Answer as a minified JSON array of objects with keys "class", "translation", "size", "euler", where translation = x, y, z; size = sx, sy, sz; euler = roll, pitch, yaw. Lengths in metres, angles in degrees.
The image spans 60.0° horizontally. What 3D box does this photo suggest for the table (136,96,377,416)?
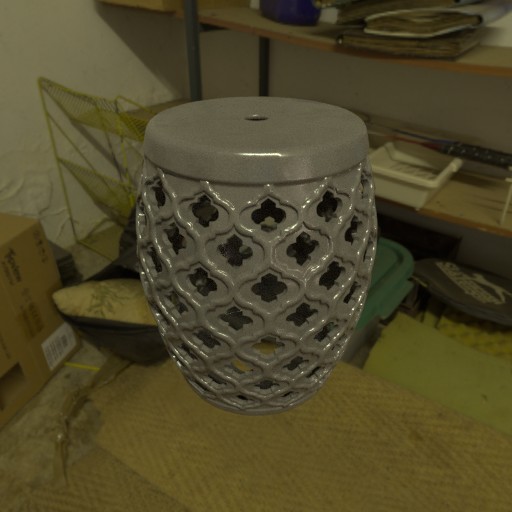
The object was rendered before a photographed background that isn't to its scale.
[{"class":"table","translation":[0.000,0.000,0.632],"size":[0.325,0.388,0.325],"euler":[0,31,0]}]
